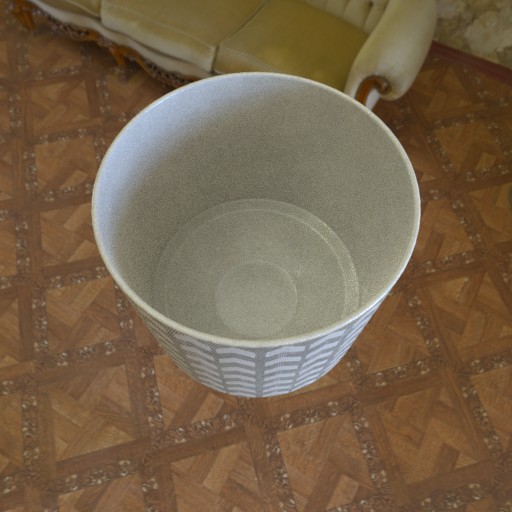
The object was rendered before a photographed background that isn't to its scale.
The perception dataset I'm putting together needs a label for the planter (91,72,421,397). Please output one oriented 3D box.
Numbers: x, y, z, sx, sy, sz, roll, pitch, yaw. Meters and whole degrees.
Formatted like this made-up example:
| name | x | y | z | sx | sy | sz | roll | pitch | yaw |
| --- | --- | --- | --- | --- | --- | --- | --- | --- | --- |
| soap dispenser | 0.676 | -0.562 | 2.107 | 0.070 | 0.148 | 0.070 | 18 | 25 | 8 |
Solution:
| name | x | y | z | sx | sy | sz | roll | pitch | yaw |
| --- | --- | --- | --- | --- | --- | --- | --- | --- | --- |
| planter | 0.000 | 0.000 | 0.446 | 0.250 | 0.239 | 0.250 | 0 | 63 | 0 |
